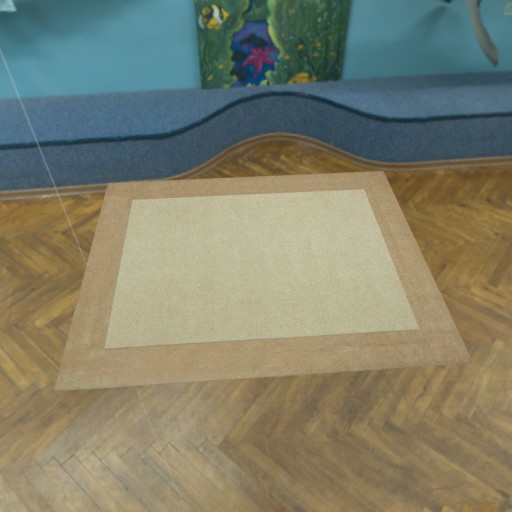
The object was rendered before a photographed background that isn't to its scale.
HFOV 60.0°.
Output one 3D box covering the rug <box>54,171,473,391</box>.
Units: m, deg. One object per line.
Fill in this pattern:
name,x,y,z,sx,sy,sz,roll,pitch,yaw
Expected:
rug,0.000,0.000,4.051,3.048,0.014,2.438,-3,46,-3
